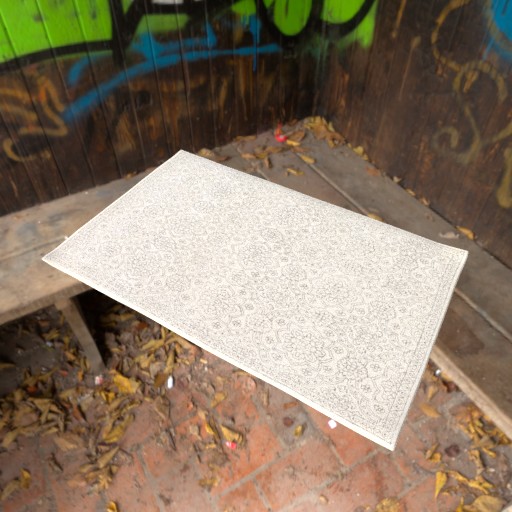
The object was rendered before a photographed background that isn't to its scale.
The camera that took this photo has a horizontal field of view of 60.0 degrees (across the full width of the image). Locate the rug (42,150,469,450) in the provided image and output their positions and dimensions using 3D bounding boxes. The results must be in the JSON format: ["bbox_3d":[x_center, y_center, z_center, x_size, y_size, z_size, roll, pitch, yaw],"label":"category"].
[{"bbox_3d":[0.000,0.000,2.374,1.947,0.023,1.214,24,51,21],"label":"rug"}]
